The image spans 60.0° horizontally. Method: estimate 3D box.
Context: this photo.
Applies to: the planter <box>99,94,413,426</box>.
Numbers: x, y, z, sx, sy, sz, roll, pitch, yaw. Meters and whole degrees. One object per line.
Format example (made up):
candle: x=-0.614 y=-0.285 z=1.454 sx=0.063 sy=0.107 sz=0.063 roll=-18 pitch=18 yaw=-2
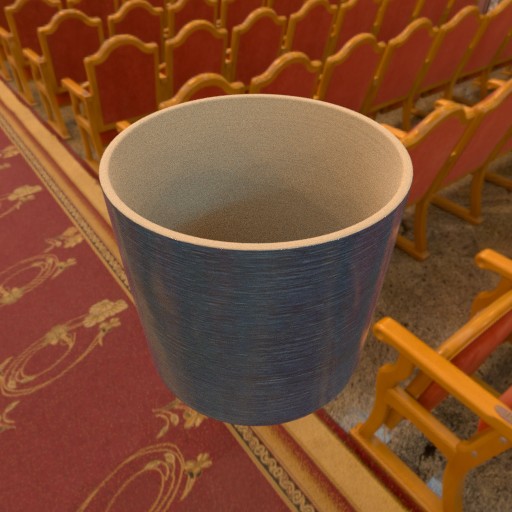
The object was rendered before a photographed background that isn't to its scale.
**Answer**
planter: x=0.000 y=0.000 z=0.388 sx=0.221 sy=0.201 sz=0.221 roll=0 pitch=41 yaw=0
